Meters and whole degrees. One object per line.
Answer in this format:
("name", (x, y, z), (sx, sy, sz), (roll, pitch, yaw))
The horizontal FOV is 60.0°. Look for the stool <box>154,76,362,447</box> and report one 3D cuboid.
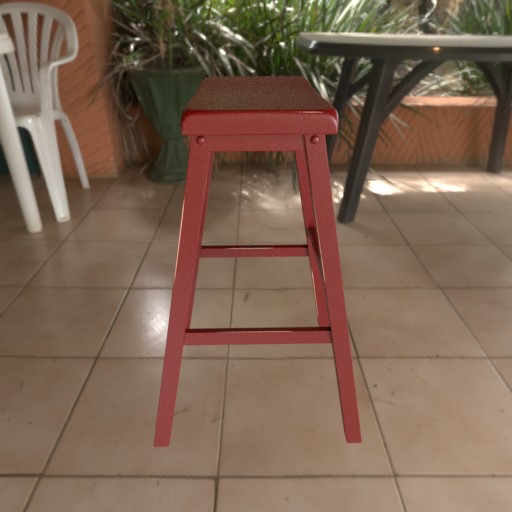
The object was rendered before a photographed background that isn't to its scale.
("stool", (0.000, 0.000, 1.039), (0.476, 0.737, 0.457), (-1, 28, -1))
